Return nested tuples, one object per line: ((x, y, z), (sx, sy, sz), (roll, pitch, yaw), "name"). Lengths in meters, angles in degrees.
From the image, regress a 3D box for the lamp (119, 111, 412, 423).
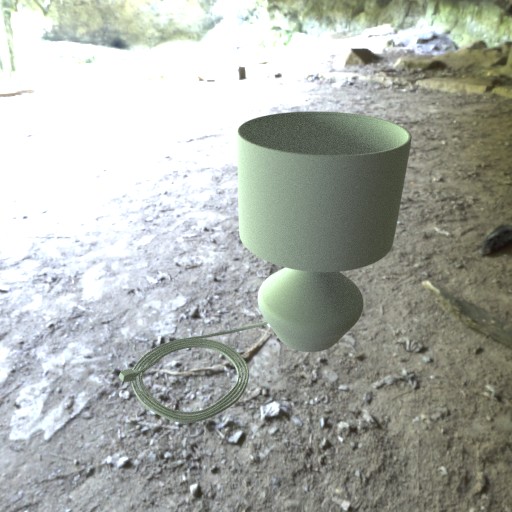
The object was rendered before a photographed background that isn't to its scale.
((0.000, 0.000, 0.858), (0.546, 0.457, 0.401), (-1, 30, -2), "lamp")
